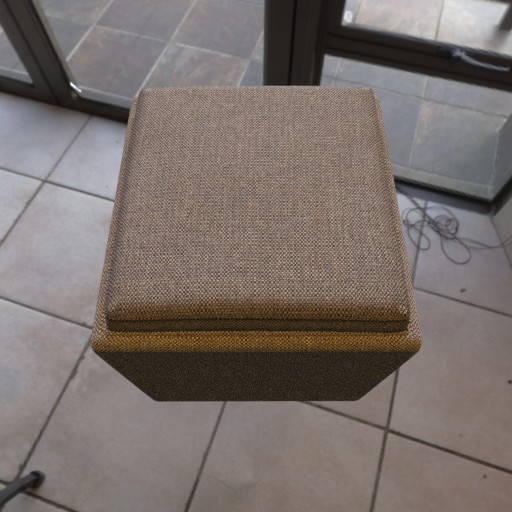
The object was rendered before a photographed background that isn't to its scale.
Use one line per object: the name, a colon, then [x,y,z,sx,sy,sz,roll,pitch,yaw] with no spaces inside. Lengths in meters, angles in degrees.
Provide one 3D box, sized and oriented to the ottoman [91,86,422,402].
ottoman: [0.000,0.000,0.827,0.436,0.487,0.454,0,63,0]
